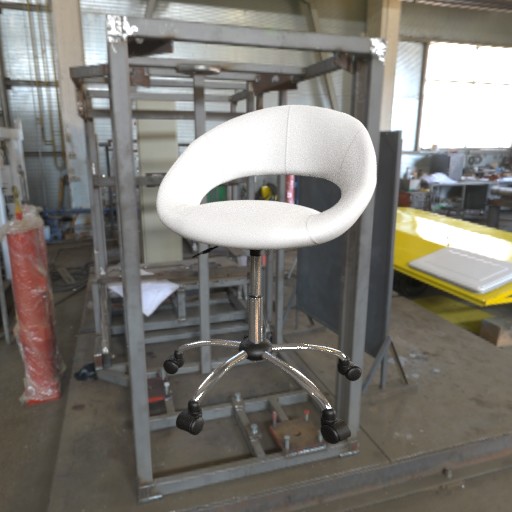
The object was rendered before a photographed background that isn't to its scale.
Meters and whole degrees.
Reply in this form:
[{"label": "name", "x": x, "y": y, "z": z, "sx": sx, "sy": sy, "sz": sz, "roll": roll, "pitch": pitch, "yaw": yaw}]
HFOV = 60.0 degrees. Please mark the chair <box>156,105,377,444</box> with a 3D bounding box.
[{"label": "chair", "x": 0.000, "y": 0.000, "z": 1.177, "sx": 0.612, "sy": 0.791, "sz": 0.538, "roll": 7, "pitch": 16, "yaw": 26}]
